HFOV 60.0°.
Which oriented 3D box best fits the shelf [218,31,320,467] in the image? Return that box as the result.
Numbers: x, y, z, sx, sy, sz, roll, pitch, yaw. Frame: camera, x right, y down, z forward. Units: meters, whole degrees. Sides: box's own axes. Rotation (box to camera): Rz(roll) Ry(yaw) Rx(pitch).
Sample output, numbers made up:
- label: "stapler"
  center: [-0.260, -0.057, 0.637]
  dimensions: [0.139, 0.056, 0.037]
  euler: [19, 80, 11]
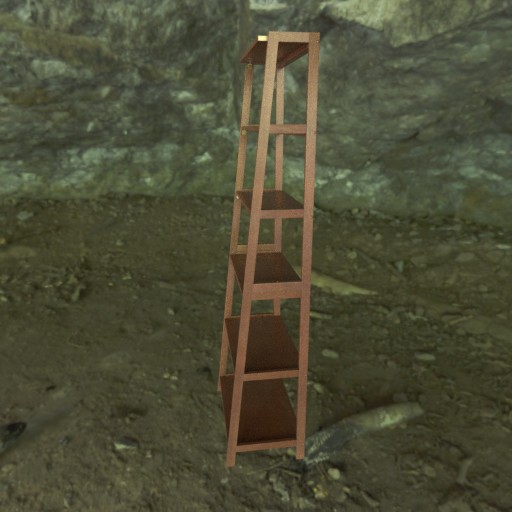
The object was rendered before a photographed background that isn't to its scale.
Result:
- label: "shelf"
  center: [0.000, 0.000, 2.185]
  dimensions: [0.382, 1.892, 0.660]
  euler: [-2, 17, -8]
